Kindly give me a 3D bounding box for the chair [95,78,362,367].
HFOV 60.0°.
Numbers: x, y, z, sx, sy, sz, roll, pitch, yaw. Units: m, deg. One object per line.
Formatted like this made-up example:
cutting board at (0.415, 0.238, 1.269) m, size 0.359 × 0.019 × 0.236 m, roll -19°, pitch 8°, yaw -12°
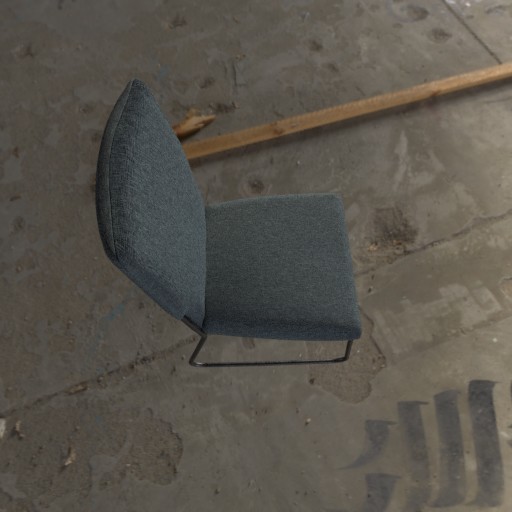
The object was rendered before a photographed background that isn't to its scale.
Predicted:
chair at (0.000, 0.000, 1.274) m, size 0.635 × 0.931 × 0.480 m, roll -2°, pitch 64°, yaw -1°
